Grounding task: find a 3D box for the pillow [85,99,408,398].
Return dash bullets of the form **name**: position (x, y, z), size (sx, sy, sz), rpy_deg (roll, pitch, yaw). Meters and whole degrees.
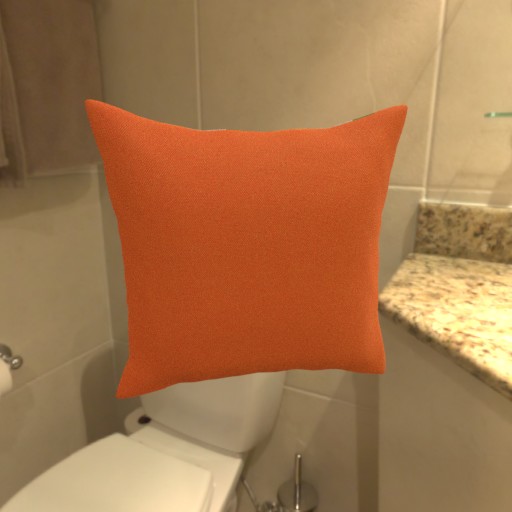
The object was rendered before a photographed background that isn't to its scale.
- **pillow**: position (0.000, 0.000, 0.674), size (0.453, 0.444, 0.169), rpy_deg (-3, 16, -10)
